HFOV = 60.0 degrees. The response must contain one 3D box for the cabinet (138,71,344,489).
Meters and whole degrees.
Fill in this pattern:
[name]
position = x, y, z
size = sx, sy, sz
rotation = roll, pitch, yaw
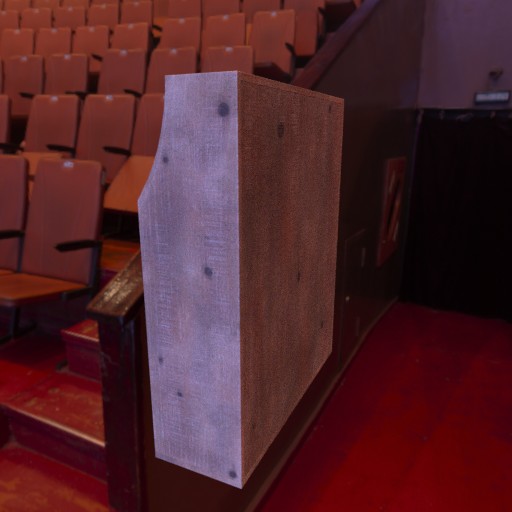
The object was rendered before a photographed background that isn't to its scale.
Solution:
[cabinet]
position = 0.000, 0.000, 0.845
size = 0.184, 0.590, 0.489
rotation = 7, 17, 24
